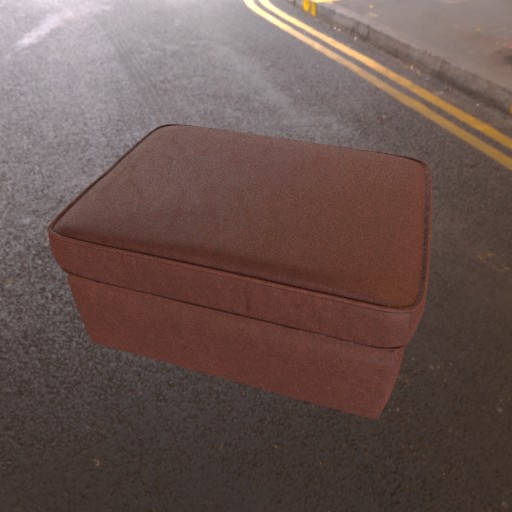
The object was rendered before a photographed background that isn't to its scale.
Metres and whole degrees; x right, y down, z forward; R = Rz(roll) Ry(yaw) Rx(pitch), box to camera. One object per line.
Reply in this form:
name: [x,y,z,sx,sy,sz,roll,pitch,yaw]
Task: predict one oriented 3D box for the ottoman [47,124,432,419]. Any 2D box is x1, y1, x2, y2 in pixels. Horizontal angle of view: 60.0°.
ottoman: [0.000,0.000,1.096,0.749,0.449,0.548,12,42,13]
